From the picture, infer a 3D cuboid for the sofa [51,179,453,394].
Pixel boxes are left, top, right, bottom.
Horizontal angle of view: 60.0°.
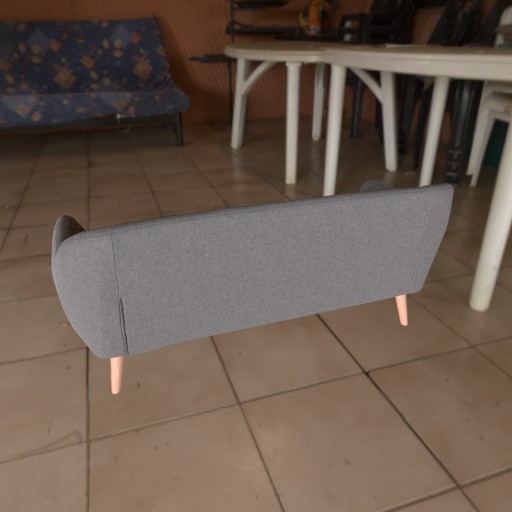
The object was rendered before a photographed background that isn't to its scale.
[{"bbox_3d":[0.000,0.000,2.203,1.840,0.820,0.820,-9,28,-18],"label":"sofa"}]
